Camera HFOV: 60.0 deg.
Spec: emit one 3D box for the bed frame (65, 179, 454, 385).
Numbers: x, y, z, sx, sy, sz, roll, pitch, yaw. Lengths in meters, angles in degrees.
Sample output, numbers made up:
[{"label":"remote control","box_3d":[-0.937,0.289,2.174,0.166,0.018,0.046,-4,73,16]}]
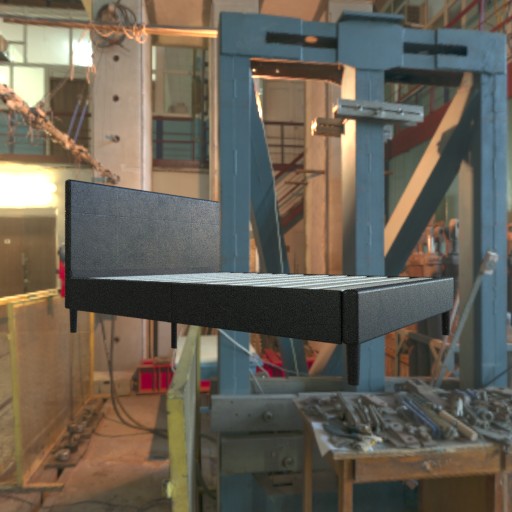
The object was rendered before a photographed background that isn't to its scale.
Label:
[{"label":"bed frame","box_3d":[0.000,0.000,3.226,2.318,1.127,1.634,0,0,37]}]
